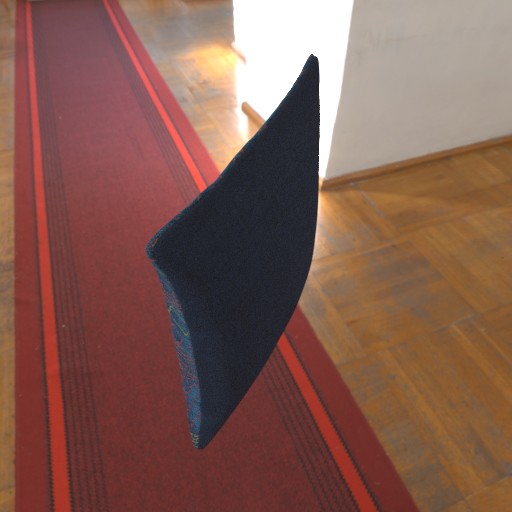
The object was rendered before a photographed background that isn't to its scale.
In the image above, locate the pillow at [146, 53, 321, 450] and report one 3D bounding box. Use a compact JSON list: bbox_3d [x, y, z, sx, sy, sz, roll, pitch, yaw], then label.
[{"bbox_3d":[0.000,0.000,0.647,0.141,0.431,0.431,17,48,16],"label":"pillow"}]
